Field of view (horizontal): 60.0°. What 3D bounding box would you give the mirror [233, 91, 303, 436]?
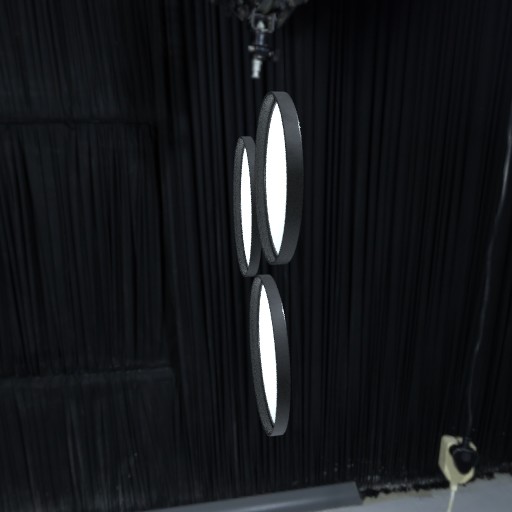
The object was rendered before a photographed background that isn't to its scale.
[{"bbox_3d":[0.000,0.000,3.171,0.076,2.096,2.160,-2,15,-9],"label":"mirror"}]
